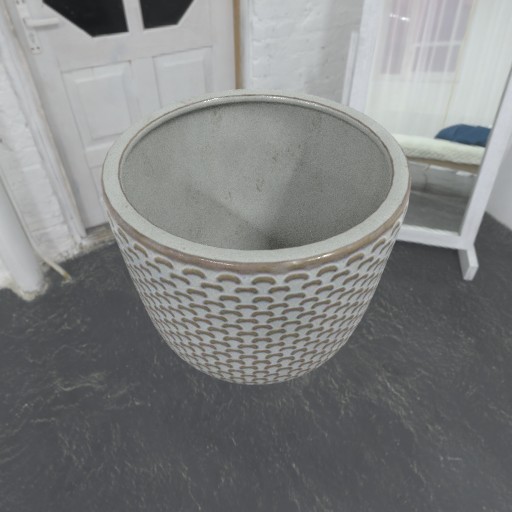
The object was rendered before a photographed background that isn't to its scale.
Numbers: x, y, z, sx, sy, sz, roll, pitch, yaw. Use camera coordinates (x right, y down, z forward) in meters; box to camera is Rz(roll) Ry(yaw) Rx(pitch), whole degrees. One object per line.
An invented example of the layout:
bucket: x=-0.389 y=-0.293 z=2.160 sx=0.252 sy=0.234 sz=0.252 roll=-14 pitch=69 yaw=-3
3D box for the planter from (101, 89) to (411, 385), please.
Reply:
planter: x=0.000 y=0.000 z=0.246 sx=0.139 sy=0.130 sz=0.139 roll=0 pitch=45 yaw=0
